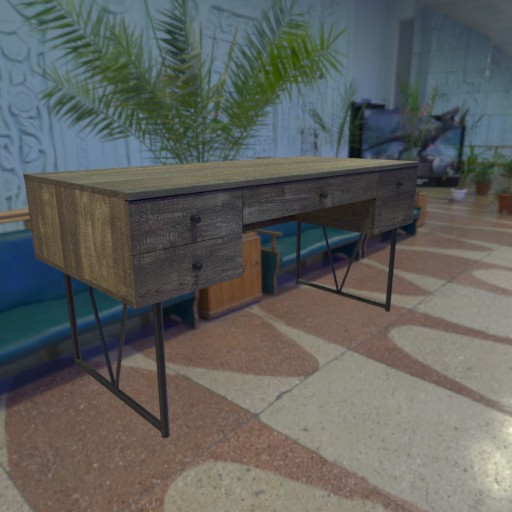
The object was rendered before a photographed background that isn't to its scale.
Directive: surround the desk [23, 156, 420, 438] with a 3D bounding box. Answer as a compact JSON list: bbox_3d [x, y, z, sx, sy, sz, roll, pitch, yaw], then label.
[{"bbox_3d":[0.000,0.000,1.971,0.730,0.780,1.600,15,22,42],"label":"desk"}]
